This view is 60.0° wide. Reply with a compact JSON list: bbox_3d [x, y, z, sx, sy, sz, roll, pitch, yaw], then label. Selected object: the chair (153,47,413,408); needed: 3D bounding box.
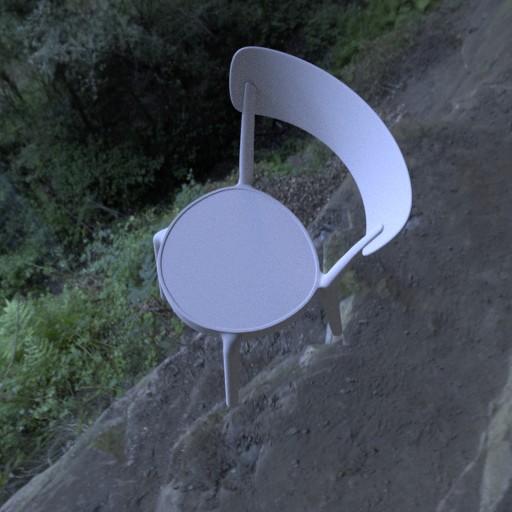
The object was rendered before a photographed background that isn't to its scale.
[{"bbox_3d":[0.000,0.000,1.128,0.491,0.790,0.506,-31,67,-14],"label":"chair"}]
